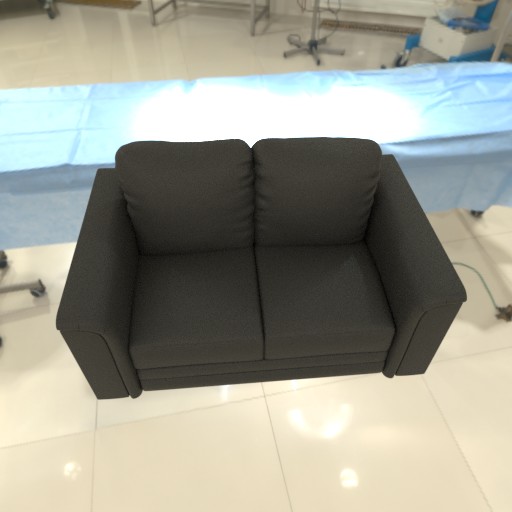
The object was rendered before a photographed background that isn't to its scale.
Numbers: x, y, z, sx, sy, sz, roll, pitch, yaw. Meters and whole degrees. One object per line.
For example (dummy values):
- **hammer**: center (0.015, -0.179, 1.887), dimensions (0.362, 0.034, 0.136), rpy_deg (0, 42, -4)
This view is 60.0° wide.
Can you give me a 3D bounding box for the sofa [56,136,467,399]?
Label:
- **sofa**: center (0.000, 0.000, 1.908), dimensions (1.386, 0.845, 0.887), rpy_deg (-4, 46, -3)
